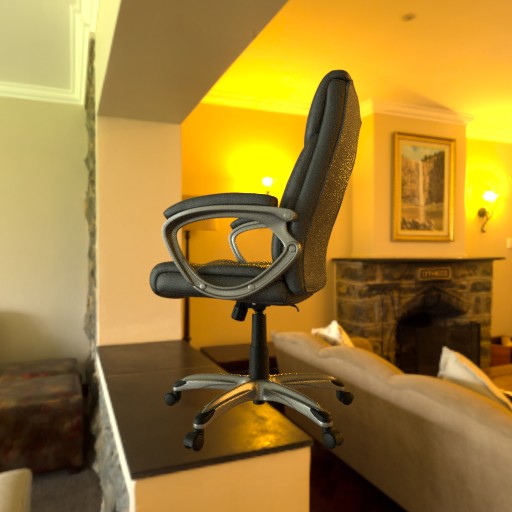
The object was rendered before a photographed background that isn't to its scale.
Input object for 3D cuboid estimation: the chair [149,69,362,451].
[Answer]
[{"bbox_3d":[0.000,0.000,1.583,0.719,1.130,0.721,0,0,18],"label":"chair"}]
